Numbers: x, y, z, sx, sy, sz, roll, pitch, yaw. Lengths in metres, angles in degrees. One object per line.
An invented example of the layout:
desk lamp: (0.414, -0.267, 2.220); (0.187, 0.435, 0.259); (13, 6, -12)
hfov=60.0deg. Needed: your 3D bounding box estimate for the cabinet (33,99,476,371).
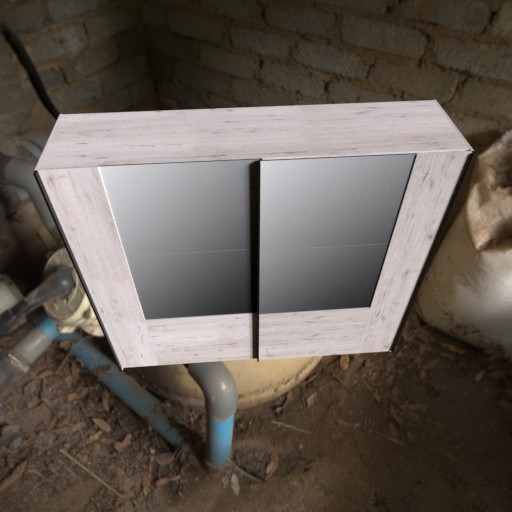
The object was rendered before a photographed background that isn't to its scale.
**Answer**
cabinet: (0.000, 0.000, 3.501); (2.500, 2.180, 0.660); (-3, 46, -3)
